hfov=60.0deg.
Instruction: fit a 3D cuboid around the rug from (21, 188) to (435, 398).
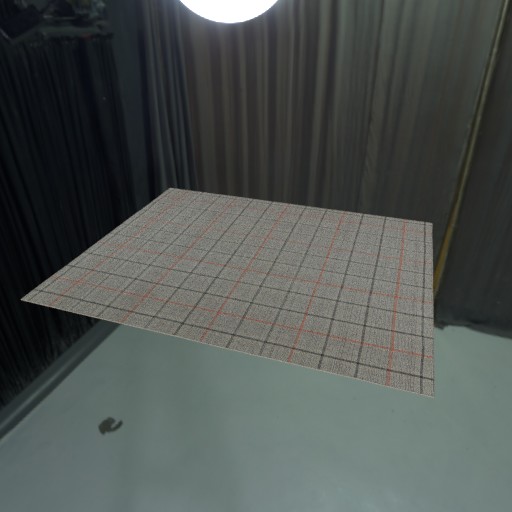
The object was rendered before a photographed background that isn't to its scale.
[{"bbox_3d":[0.000,0.000,4.030,3.048,0.012,2.444,10,32,16],"label":"rug"}]
